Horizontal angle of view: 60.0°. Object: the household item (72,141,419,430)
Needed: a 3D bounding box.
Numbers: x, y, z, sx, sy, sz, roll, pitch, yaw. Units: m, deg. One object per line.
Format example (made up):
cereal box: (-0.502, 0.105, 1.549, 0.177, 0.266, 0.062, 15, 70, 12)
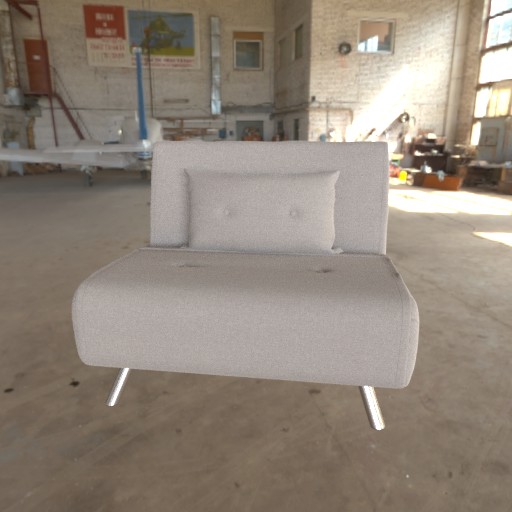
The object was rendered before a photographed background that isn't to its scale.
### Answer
household item: (0.000, 0.000, 1.612, 1.000, 0.800, 0.874, 2, 15, 8)
